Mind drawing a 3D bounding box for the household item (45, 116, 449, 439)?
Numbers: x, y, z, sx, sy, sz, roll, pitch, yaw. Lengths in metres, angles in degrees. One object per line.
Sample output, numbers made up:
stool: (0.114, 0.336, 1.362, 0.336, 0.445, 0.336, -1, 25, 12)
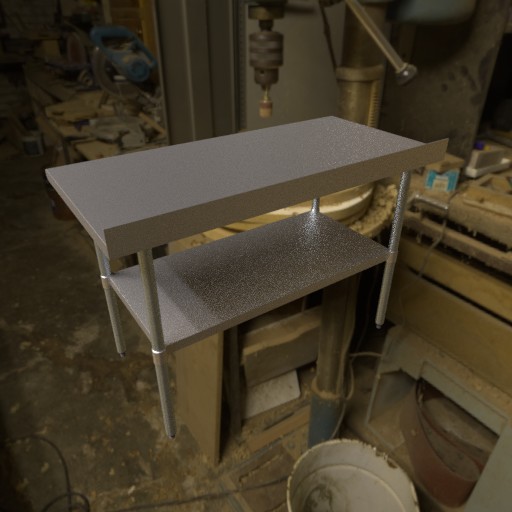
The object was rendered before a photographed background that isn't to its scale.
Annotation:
household item: (0.000, 0.000, 1.692, 1.219, 0.851, 0.610, -19, 36, -29)
